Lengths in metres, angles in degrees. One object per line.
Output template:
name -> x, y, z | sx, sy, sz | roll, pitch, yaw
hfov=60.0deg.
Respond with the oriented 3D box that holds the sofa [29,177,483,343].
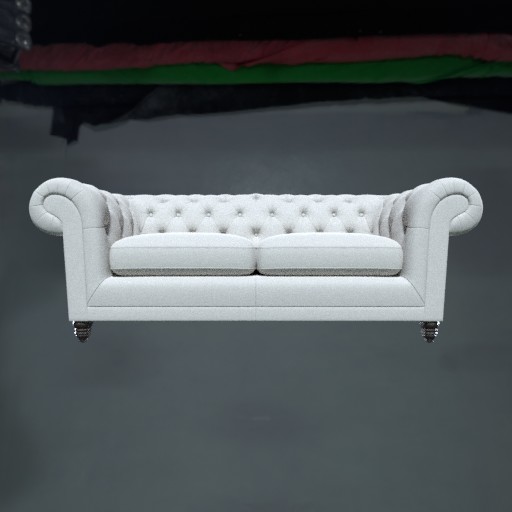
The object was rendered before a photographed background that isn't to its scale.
sofa -> 0.000, 0.000, 2.411 | 1.998, 0.764, 0.986 | 0, 0, 0
